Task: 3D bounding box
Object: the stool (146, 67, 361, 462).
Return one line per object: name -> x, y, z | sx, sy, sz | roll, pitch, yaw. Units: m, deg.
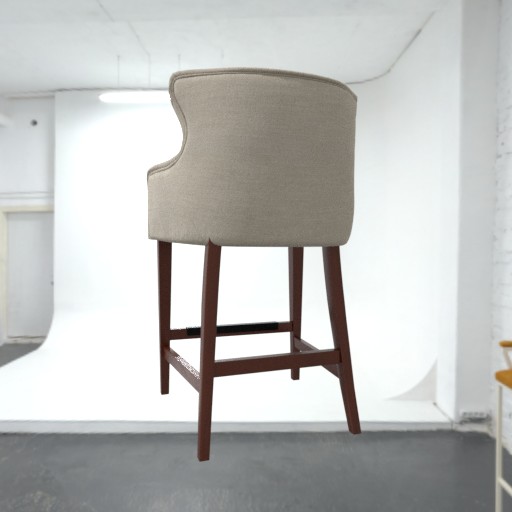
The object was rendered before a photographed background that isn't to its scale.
stool -> 0.000, 0.000, 1.396 | 0.615, 0.987, 0.637 | 0, 1, -19
